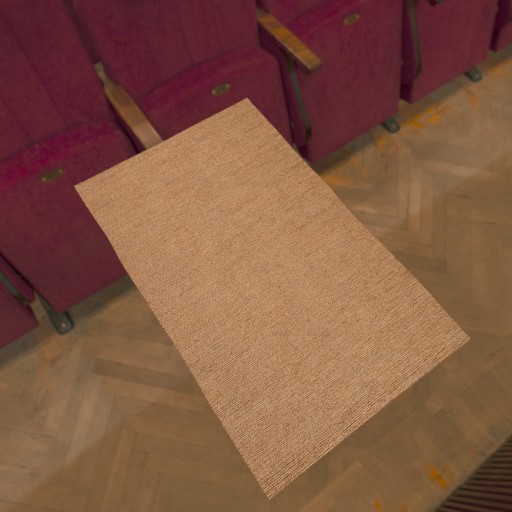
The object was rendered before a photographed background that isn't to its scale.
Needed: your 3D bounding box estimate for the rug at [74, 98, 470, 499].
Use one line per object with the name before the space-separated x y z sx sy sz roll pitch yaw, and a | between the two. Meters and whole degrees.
rug | 0.000 0.000 2.978 1.533 0.011 2.439 -32 68 -15
